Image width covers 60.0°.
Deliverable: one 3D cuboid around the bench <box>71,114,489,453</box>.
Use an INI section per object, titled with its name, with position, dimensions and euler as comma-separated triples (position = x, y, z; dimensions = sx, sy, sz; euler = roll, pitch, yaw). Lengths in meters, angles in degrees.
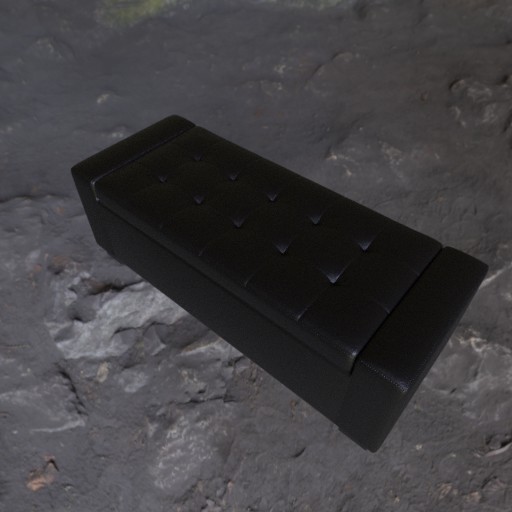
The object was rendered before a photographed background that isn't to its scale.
[bench]
position = 0.000, 0.000, 1.535
dimensions = 1.296, 0.445, 0.508
euler = 32, 54, 26
